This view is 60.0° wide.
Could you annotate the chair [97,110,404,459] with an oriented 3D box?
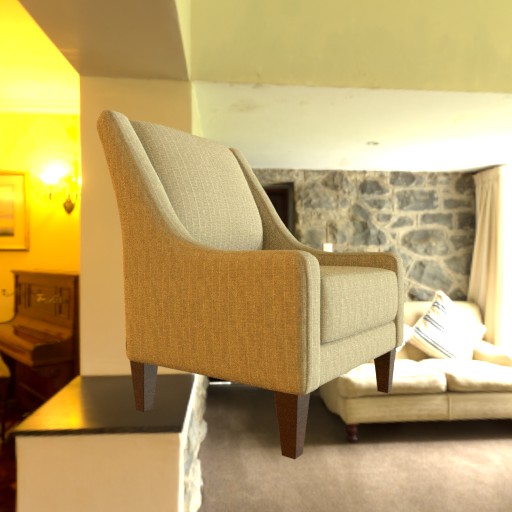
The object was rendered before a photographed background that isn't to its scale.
[{"bbox_3d":[0.000,0.000,1.606,0.870,1.014,0.774,0,0,36],"label":"chair"}]
